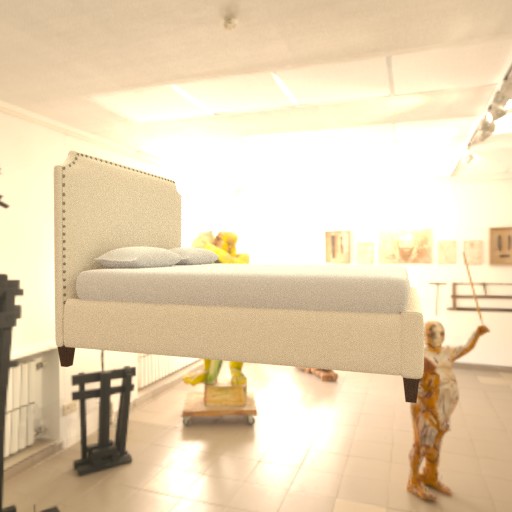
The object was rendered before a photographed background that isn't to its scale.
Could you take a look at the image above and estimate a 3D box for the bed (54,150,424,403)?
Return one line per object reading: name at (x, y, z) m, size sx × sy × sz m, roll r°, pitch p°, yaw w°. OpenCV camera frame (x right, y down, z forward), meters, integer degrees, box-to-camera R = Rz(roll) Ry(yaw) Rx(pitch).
bed at (0.000, 0.000, 3.419) m, size 2.372 × 1.497 × 1.712 m, roll 0°, pitch 1°, yaw 19°
